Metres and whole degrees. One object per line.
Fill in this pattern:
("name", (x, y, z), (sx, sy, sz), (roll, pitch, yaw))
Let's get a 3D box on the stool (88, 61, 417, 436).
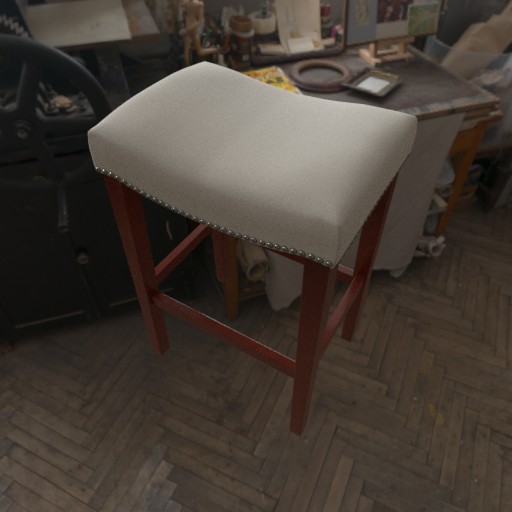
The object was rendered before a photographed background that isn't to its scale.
("stool", (0.000, 0.000, 1.051), (0.504, 0.742, 0.372), (23, 50, 21))
